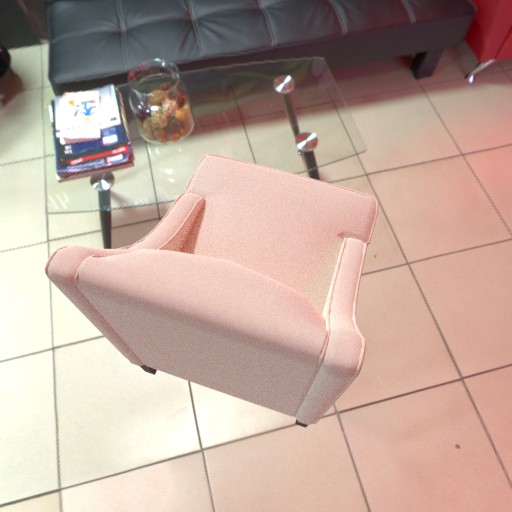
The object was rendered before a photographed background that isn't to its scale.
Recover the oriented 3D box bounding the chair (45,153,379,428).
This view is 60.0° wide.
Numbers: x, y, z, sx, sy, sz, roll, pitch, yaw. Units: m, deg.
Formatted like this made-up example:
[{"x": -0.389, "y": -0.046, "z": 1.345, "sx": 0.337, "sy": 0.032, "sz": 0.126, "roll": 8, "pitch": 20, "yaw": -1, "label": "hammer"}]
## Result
[{"x": 0.000, "y": 0.000, "z": 1.418, "sx": 0.689, "sy": 0.886, "sz": 0.806, "roll": 16, "pitch": 63, "yaw": 9, "label": "chair"}]
